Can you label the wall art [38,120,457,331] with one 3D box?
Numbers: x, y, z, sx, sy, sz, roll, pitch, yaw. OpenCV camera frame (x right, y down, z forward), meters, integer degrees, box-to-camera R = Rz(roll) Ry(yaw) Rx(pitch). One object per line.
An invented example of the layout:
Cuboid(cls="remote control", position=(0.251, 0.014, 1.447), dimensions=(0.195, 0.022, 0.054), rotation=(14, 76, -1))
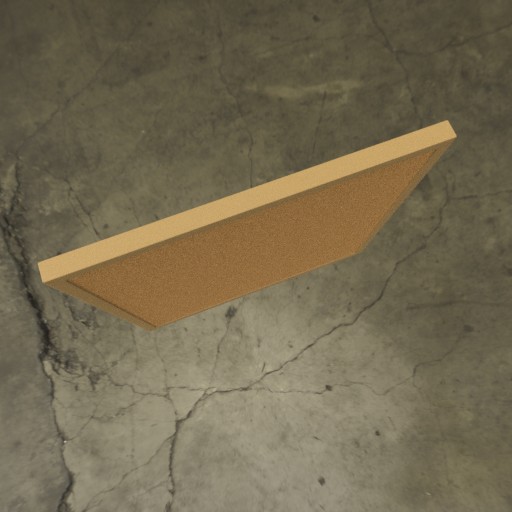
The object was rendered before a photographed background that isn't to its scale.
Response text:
Cuboid(cls="wall art", position=(0.000, 0.000, 1.133), dimensions=(0.761, 0.761, 0.037), rotation=(-20, 75, -5))
